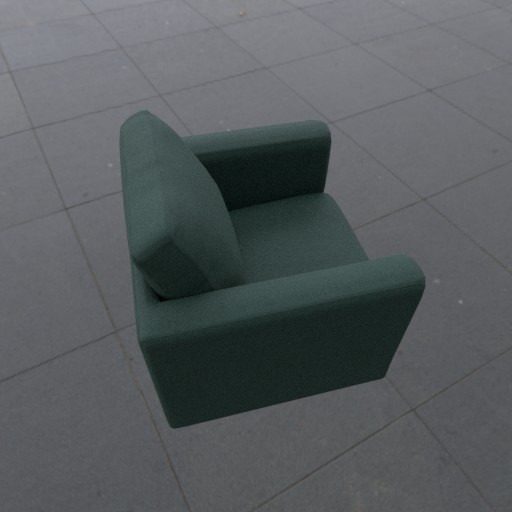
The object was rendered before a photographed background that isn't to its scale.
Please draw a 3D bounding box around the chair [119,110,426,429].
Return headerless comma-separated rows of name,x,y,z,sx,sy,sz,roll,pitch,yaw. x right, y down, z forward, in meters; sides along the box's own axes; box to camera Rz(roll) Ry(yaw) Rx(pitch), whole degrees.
chair,0.000,0.000,1.560,0.800,0.927,0.855,-11,49,-9
